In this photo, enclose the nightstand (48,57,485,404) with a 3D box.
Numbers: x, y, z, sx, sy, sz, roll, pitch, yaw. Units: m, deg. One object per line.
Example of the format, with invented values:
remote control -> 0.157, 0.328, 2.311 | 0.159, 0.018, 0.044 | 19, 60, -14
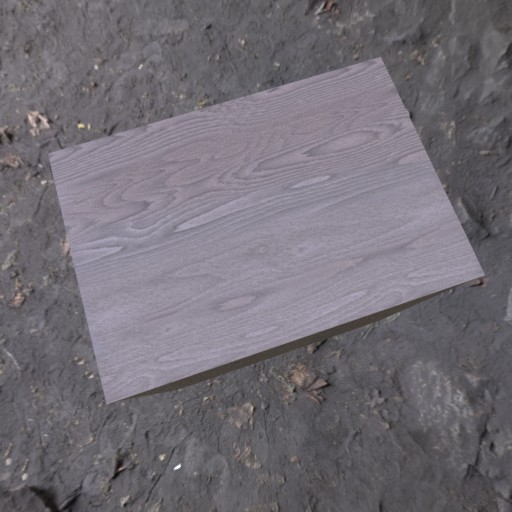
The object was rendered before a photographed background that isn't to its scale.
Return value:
nightstand -> 0.000, 0.000, 0.749 | 0.442, 0.461, 0.325 | -18, 76, -5
